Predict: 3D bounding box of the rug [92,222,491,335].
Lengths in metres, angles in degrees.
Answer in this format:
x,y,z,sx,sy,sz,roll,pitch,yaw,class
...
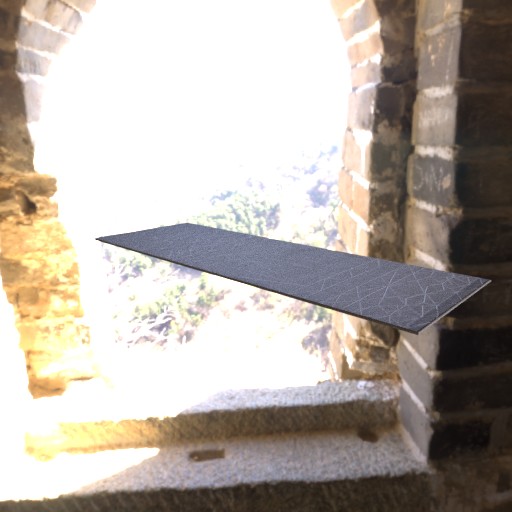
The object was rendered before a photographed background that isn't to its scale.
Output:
x,y,z,sx,sy,sz,roll,pitch,yaw,class
0.000,0.000,2.683,2.388,0.012,0.864,13,19,41,rug
